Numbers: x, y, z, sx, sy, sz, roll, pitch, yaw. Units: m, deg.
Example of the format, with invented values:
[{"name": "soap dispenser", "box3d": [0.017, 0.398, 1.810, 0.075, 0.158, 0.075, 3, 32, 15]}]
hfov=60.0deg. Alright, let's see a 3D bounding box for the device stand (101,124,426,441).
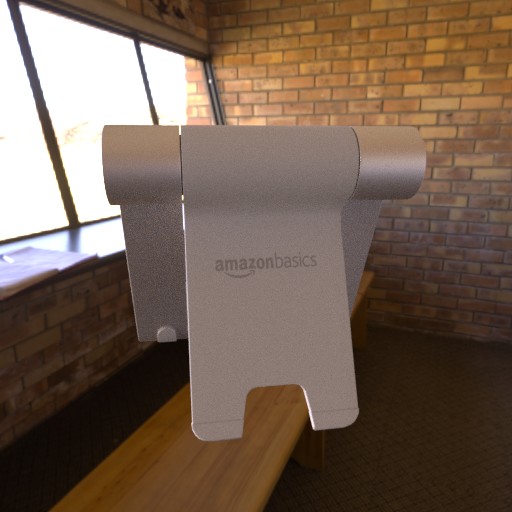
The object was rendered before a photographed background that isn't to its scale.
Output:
[{"name": "device stand", "box3d": [0.000, 0.000, 0.150, 0.086, 0.084, 0.079, -2, 14, -9]}]
